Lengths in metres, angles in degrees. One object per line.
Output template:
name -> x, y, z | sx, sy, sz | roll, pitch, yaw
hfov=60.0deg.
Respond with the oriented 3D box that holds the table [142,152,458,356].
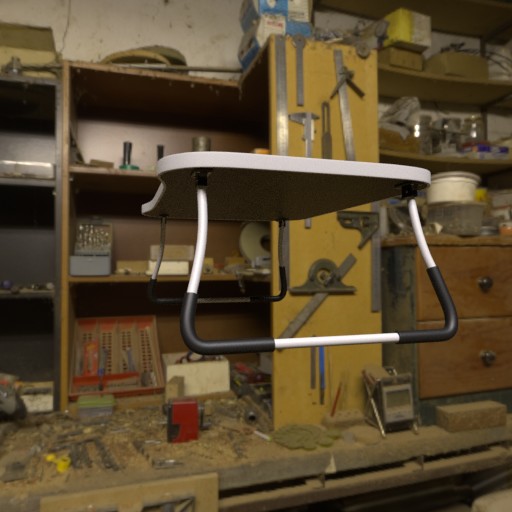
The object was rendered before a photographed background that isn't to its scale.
table -> 0.000, 0.000, 0.839 | 0.400, 0.232, 0.660 | 0, -1, -17
